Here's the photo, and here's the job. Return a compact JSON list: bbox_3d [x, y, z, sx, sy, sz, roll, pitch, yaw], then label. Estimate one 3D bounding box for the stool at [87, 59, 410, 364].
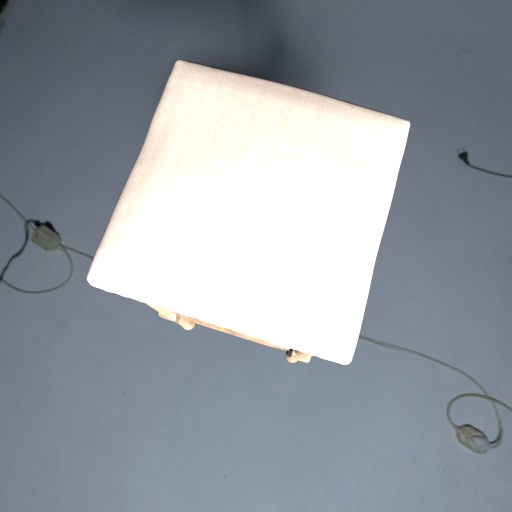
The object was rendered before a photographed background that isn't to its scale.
[{"bbox_3d":[0.000,0.000,0.963,0.383,0.768,0.382,17,76,4],"label":"stool"}]
